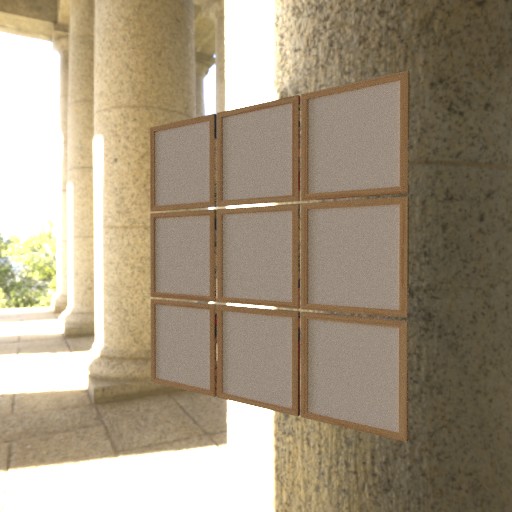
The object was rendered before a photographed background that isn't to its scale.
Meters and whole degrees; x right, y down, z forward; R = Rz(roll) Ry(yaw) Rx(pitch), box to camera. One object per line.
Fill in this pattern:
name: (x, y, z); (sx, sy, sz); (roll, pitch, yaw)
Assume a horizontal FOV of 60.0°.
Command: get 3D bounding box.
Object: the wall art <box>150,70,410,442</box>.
wall art: (0.000, 0.000, 1.345); (0.904, 0.913, 0.013); (0, 1, 34)
